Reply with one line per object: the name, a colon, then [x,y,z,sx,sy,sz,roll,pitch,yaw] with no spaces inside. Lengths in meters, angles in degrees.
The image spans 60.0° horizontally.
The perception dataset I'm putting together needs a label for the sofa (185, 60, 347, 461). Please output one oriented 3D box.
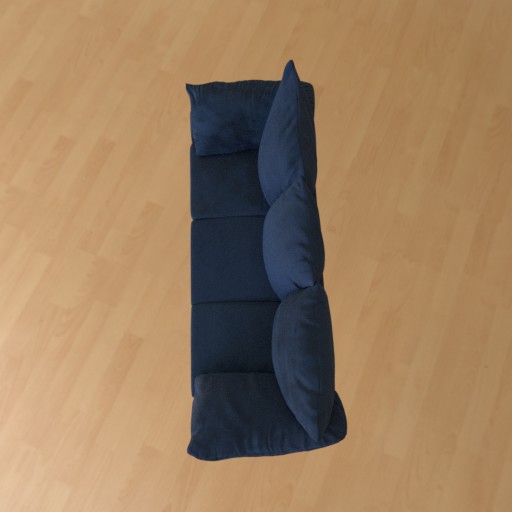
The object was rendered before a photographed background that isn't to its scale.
sofa: [0.000,0.000,2.880,0.907,1.091,2.390,-2,75,-1]
